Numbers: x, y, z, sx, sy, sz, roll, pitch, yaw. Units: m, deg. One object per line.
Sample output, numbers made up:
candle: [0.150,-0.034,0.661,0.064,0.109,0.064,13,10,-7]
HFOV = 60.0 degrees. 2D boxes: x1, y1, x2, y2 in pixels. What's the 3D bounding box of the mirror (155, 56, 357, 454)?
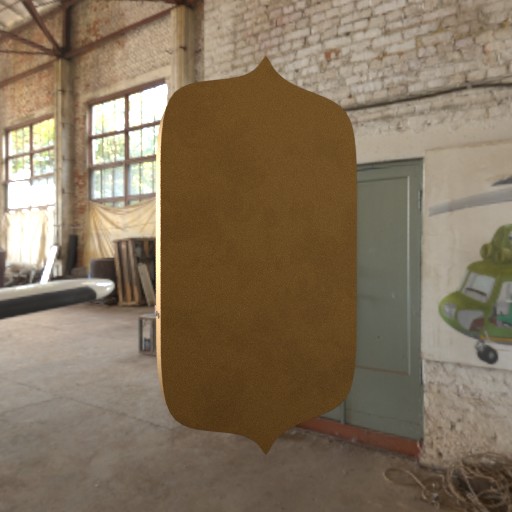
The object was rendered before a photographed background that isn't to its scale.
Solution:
mirror: [0.000,0.000,0.726,0.323,0.613,0.096,0,1,-19]
